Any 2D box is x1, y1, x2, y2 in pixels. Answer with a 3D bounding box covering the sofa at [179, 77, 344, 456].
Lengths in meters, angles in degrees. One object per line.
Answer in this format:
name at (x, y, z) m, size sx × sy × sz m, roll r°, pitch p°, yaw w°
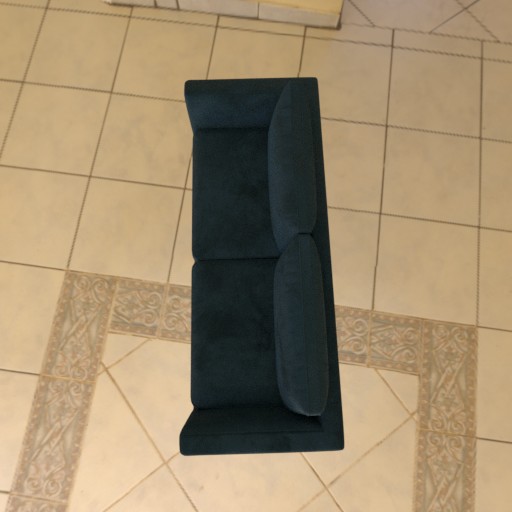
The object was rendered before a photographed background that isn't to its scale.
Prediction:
sofa at (0.000, 0.000, 2.768) m, size 0.853 × 0.998 × 2.212 m, roll -2°, pitch 75°, yaw 0°
